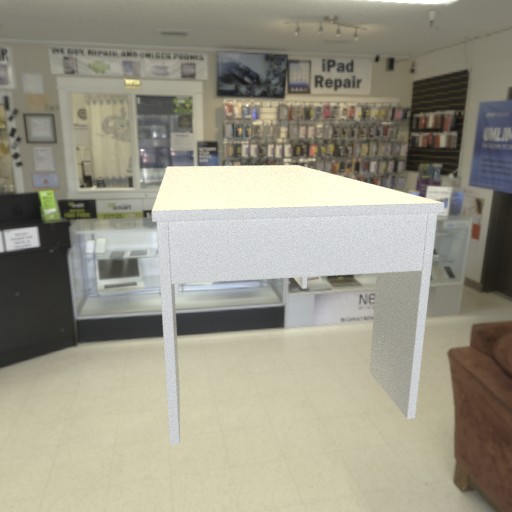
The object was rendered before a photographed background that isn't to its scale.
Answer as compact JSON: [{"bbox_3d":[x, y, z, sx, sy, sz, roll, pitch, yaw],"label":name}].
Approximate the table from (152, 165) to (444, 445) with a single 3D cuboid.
[{"bbox_3d":[0.000,0.000,1.266,0.500,0.440,1.000,-3,16,-9],"label":"table"}]
